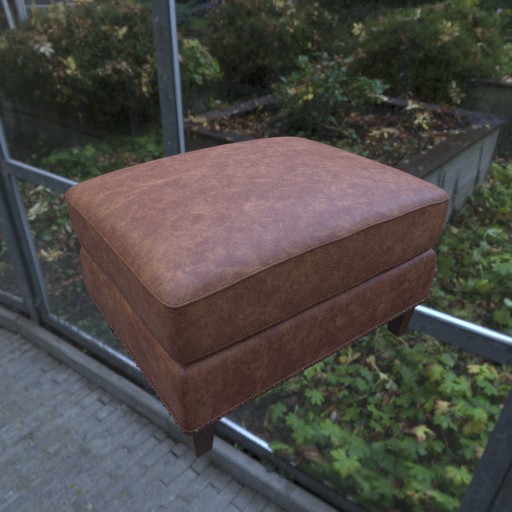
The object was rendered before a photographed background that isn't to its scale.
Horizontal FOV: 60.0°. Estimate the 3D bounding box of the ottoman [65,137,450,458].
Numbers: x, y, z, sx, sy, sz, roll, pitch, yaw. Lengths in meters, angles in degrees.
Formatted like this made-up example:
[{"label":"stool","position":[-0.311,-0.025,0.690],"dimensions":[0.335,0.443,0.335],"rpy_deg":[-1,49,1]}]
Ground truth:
[{"label":"ottoman","position":[0.000,0.000,1.134],"dimensions":[0.742,0.486,0.586],"rpy_deg":[-20,36,-30]}]
